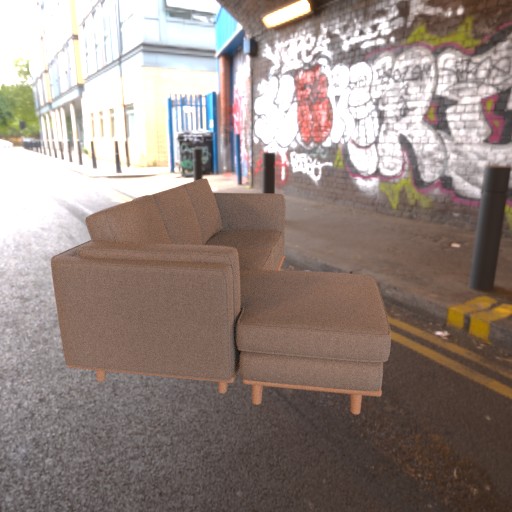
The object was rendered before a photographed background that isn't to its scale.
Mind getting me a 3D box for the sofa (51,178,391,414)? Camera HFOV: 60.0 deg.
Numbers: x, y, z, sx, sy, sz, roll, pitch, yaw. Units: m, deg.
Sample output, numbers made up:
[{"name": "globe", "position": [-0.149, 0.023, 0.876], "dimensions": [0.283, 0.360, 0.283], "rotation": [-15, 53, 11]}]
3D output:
[{"name": "sofa", "position": [0.000, 0.000, 3.136], "dimensions": [1.604, 0.929, 2.411], "rotation": [3, 15, 9]}]
